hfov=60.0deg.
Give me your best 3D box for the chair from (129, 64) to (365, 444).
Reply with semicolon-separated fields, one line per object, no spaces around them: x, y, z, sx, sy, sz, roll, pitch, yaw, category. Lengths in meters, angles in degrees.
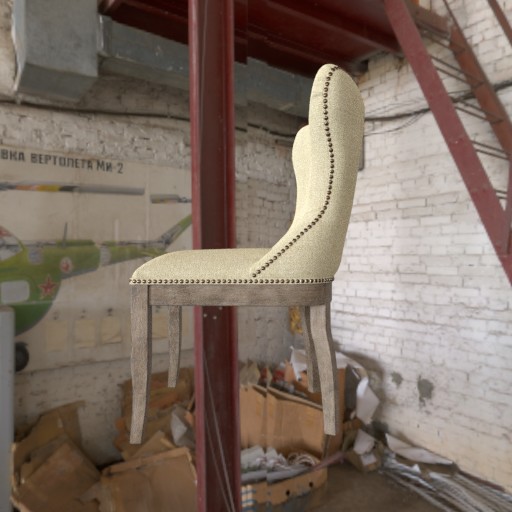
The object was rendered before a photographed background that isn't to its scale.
0.000;0.000;1.446;0.681;1.002;0.654;0;0;0;chair
